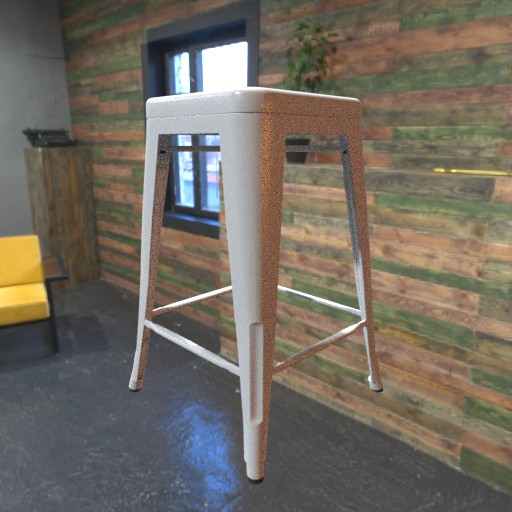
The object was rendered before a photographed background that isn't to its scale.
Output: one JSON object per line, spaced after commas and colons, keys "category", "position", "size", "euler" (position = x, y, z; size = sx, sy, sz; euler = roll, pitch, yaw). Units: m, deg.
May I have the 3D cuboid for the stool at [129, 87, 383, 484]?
{"category": "stool", "position": [0.000, 0.000, 0.906], "size": [0.406, 0.610, 0.406], "euler": [-14, 20, -43]}
